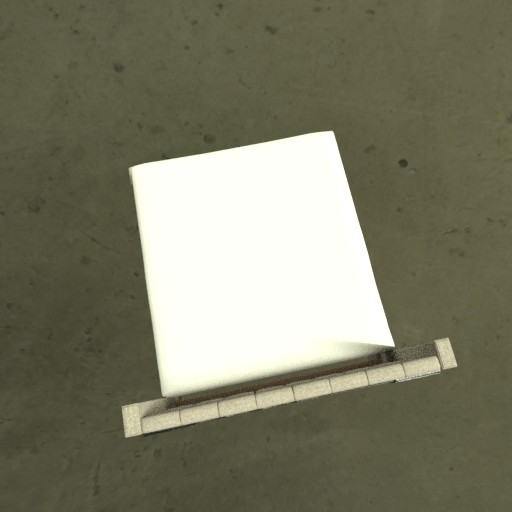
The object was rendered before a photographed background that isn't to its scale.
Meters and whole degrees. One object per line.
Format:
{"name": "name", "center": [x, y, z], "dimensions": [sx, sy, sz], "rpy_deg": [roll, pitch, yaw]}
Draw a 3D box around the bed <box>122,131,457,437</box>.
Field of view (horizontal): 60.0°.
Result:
{"name": "bed", "center": [0.000, 0.000, 3.783], "dimensions": [2.044, 1.748, 2.372], "rpy_deg": [-11, 75, -3]}
